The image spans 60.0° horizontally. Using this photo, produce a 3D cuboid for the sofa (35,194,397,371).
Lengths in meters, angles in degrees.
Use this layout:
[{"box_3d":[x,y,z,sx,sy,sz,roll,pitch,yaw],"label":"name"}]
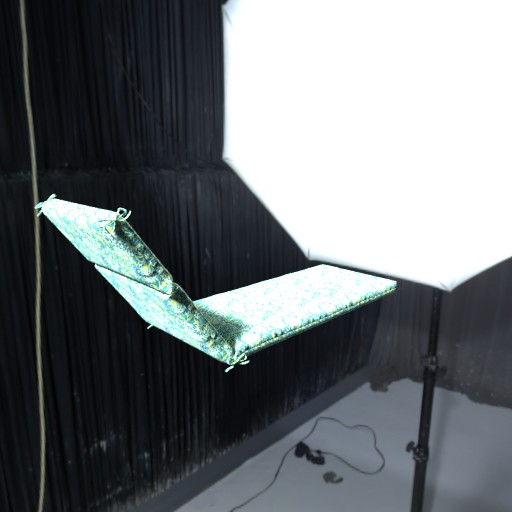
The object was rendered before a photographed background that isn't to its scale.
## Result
[{"box_3d":[0.000,0.000,1.988,1.663,0.622,0.582,-13,19,-42],"label":"sofa"}]
